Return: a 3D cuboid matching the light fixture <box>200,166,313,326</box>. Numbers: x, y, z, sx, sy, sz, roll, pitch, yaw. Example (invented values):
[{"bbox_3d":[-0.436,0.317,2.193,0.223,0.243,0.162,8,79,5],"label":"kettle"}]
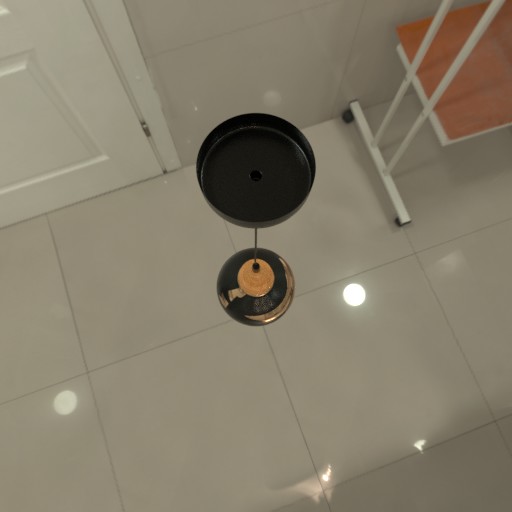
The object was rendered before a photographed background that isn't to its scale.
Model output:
[{"bbox_3d":[0.000,0.000,1.794,0.430,1.606,0.430,-20,76,-5],"label":"light fixture"}]
